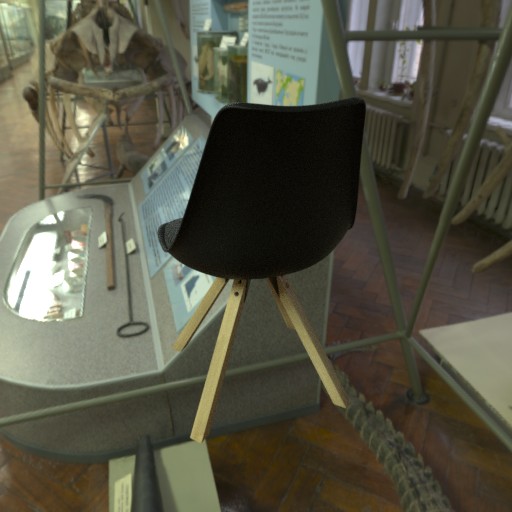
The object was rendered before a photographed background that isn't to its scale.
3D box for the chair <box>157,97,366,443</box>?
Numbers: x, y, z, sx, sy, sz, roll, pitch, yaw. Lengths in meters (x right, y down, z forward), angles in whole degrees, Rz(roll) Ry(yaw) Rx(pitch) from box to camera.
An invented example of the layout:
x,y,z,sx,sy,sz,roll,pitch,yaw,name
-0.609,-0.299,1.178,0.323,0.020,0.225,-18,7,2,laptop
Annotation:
x,y,z,sx,sy,sz,roll,pitch,yaw,name
0.000,0.000,1.168,0.485,0.850,0.549,-8,28,-15,chair
